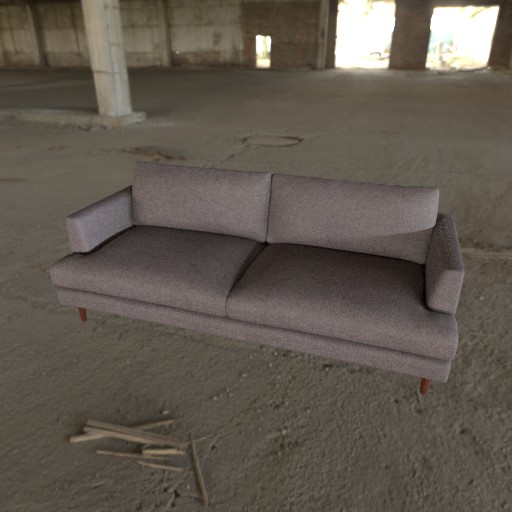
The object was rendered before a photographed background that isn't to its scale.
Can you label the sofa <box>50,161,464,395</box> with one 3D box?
[{"bbox_3d":[0.000,0.000,2.709,2.250,0.868,1.020,8,27,17],"label":"sofa"}]
